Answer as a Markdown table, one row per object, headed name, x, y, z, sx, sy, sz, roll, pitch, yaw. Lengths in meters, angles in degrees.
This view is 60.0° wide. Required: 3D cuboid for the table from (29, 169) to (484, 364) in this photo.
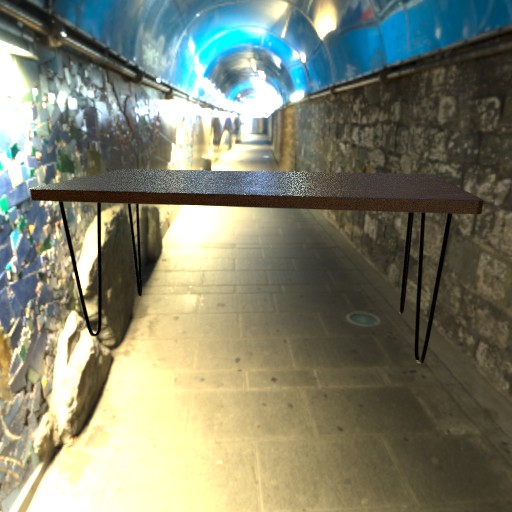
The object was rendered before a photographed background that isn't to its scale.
| name | x | y | z | sx | sy | sz | roll | pitch | yaw |
| --- | --- | --- | --- | --- | --- | --- | --- | --- | --- |
| table | 0.000 | 0.000 | 2.229 | 1.791 | 0.753 | 0.883 | 3 | 17 | 9 |
